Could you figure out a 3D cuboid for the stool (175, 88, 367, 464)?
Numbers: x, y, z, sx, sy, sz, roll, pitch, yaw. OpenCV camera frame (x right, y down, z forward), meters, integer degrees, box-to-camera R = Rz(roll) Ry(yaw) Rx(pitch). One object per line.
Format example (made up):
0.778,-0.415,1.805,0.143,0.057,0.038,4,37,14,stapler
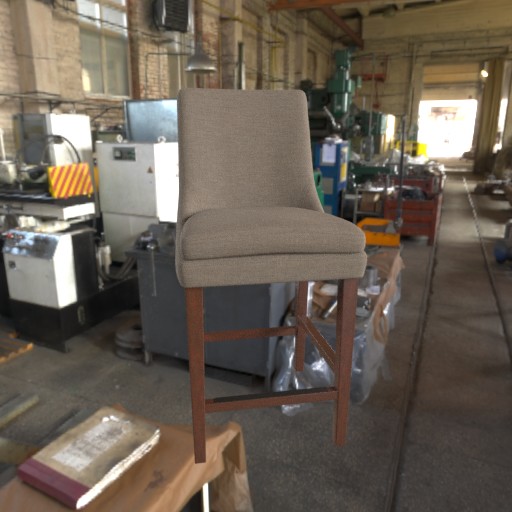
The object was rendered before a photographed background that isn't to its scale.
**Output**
0.000,0.000,1.319,0.470,0.981,0.577,-3,15,-10,stool
